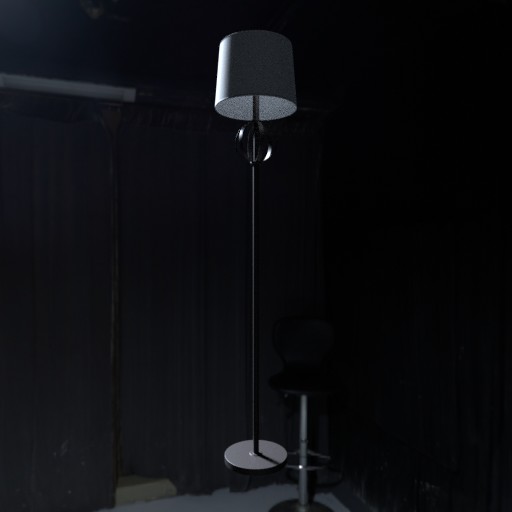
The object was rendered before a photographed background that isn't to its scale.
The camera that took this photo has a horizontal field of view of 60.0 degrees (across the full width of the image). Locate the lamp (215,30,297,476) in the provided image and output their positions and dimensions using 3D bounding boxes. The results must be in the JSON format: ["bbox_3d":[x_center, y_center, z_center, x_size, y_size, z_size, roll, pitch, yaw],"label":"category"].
[{"bbox_3d":[0.000,0.000,1.570,0.286,1.462,0.286,0,1,-18],"label":"lamp"}]
